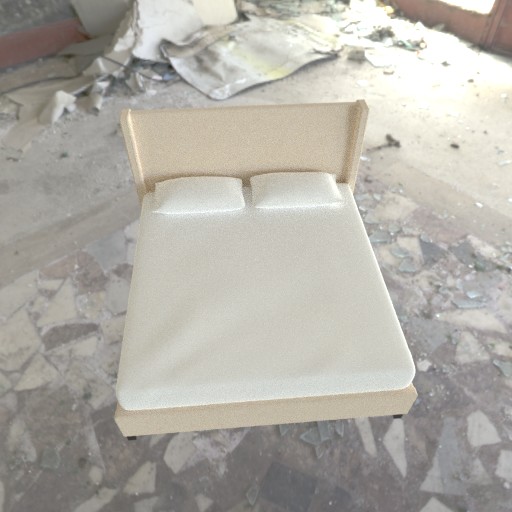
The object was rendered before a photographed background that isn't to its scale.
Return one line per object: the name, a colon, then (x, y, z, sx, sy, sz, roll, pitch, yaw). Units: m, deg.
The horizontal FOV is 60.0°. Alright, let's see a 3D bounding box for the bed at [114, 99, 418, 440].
bed: (0.000, 0.000, 3.635, 2.145, 1.471, 2.293, -3, 47, -3)
